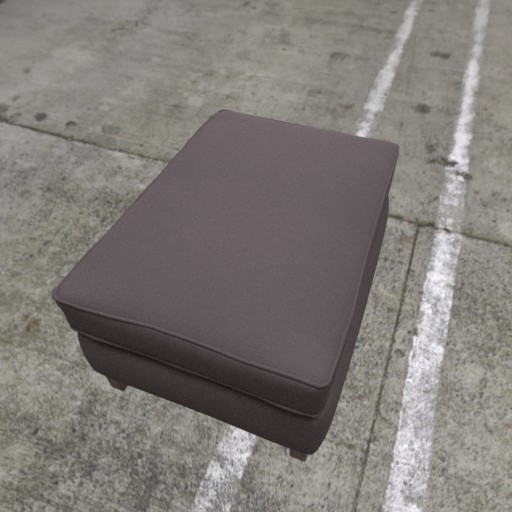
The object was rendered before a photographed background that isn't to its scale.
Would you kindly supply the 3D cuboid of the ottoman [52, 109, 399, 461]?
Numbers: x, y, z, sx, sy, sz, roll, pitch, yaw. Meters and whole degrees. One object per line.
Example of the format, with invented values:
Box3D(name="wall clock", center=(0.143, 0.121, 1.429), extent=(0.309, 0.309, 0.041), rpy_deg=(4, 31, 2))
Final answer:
Box3D(name="ottoman", center=(0.000, 0.000, 0.976), extent=(0.508, 0.406, 0.686), rpy_deg=(15, 48, 15))
